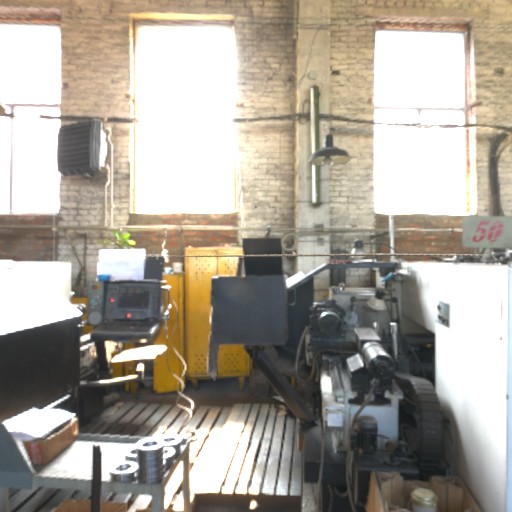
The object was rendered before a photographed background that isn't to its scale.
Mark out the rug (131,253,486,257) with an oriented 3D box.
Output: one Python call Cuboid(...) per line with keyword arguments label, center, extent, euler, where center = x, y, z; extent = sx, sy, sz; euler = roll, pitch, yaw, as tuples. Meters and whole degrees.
Cuboid(label="rug", center=(0.000, 0.000, 2.676), extent=(0.660, 0.005, 2.464), euler=(0, 0, -37))
